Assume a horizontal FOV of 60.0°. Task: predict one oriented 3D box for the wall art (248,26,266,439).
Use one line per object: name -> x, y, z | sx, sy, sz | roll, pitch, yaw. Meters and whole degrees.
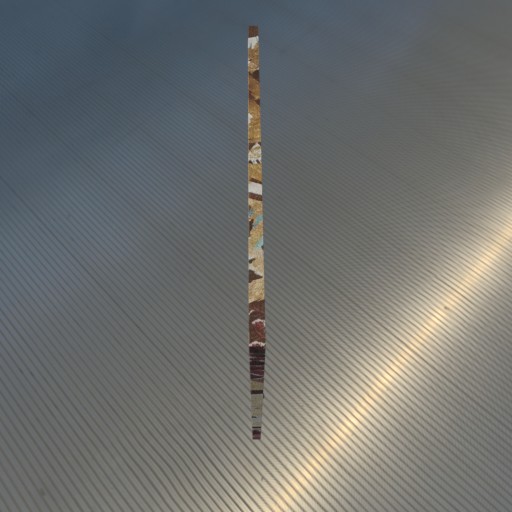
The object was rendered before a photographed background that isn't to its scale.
wall art -> 0.000, 0.000, 1.131 | 0.028, 0.762, 0.757 | -1, 59, 0
